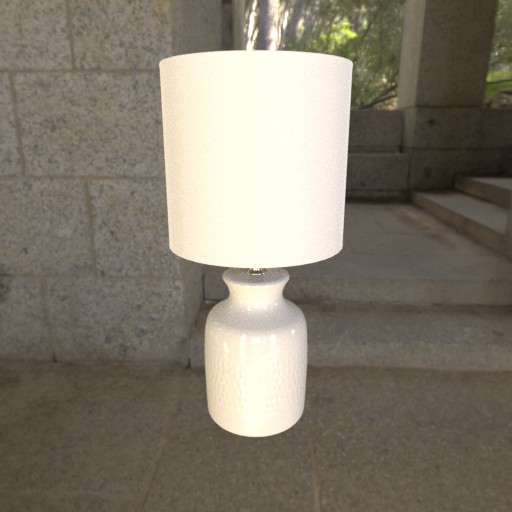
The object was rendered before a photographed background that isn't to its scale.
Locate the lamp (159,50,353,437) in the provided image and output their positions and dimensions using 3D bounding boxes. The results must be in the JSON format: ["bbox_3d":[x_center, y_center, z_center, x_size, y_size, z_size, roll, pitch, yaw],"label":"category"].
[{"bbox_3d":[0.000,0.000,0.493,0.188,0.392,0.188,-8,18,-25],"label":"lamp"}]
